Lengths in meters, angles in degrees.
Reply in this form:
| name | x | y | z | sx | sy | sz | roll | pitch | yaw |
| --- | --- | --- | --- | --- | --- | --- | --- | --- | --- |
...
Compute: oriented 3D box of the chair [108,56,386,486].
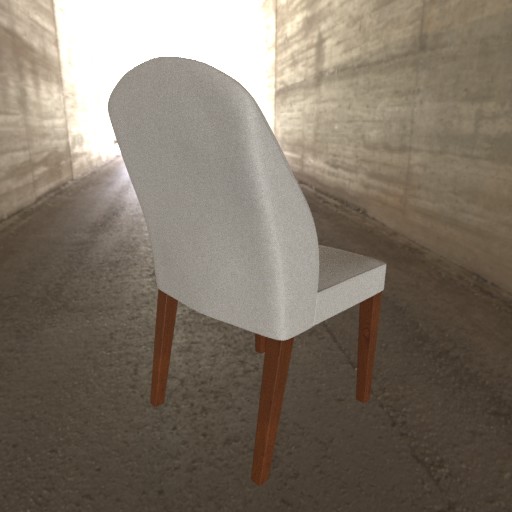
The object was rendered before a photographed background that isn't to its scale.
| name | x | y | z | sx | sy | sz | roll | pitch | yaw |
| --- | --- | --- | --- | --- | --- | --- | --- | --- | --- |
| chair | 0.000 | 0.000 | 1.139 | 0.472 | 0.893 | 0.540 | 16 | 22 | 42 |
